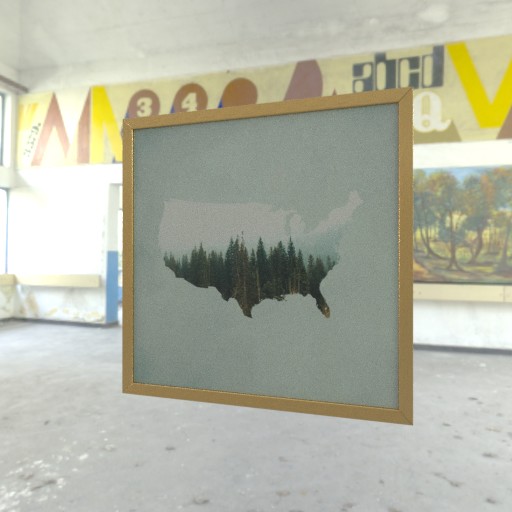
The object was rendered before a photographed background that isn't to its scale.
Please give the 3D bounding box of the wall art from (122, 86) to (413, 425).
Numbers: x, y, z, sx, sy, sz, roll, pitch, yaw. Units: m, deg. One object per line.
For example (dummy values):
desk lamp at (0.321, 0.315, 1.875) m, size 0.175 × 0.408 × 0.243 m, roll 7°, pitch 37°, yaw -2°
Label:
wall art at (0.000, 0.000, 0.763) m, size 0.509 × 0.509 × 0.040 m, roll 0°, pitch 0°, yaw 18°
